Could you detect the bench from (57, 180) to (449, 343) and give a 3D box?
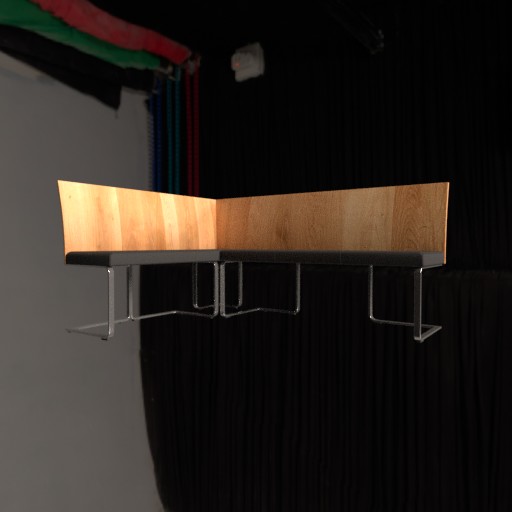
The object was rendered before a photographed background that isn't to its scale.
[{"bbox_3d":[0.000,0.000,2.781,1.945,0.930,1.495,1,2,35],"label":"bench"}]
